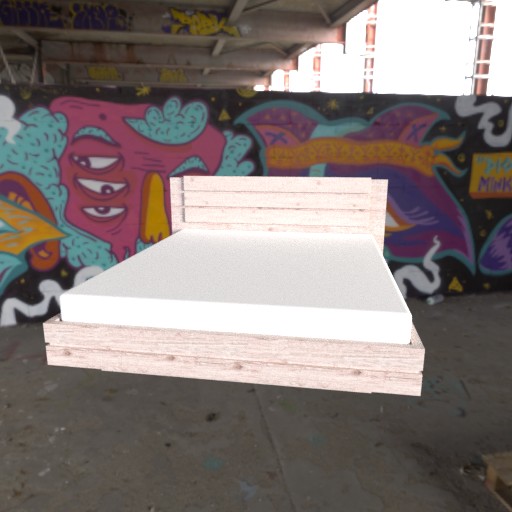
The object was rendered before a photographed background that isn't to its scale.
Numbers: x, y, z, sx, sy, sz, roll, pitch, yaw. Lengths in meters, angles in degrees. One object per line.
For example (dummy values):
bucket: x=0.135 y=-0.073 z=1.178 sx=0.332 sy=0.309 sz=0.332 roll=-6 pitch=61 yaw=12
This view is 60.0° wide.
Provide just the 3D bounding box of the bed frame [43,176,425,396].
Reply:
bed frame: x=0.000 y=0.000 z=3.078 sx=1.950 sy=0.970 sz=2.080 roll=2 pitch=14 yaw=9
